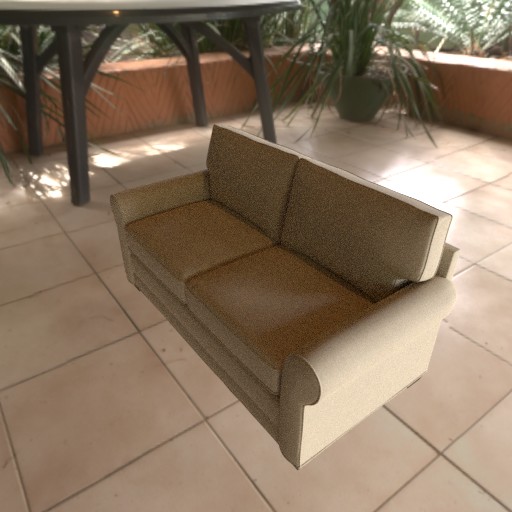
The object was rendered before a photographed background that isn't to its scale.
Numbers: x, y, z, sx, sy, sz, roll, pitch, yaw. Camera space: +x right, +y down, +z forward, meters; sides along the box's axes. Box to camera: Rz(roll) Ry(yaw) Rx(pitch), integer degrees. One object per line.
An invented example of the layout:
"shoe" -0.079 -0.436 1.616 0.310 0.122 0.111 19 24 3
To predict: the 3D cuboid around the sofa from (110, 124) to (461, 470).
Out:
"sofa" 0.000 0.000 2.257 0.861 0.933 1.774 -22 38 -31
